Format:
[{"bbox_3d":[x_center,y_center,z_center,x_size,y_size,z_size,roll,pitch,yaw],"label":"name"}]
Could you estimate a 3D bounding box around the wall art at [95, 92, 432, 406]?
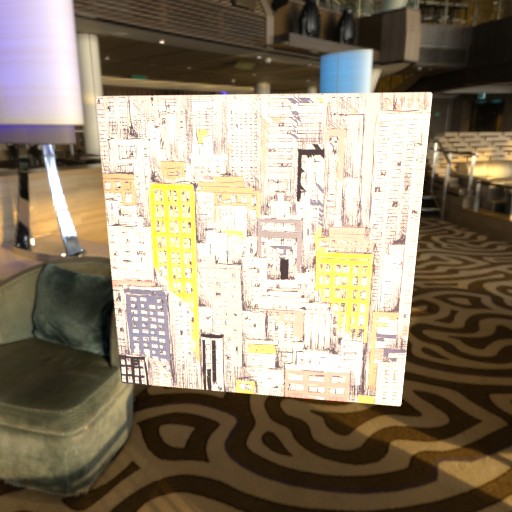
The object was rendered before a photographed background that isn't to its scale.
[{"bbox_3d":[0.000,0.000,0.888,0.607,0.608,0.038,2,16,8],"label":"wall art"}]
